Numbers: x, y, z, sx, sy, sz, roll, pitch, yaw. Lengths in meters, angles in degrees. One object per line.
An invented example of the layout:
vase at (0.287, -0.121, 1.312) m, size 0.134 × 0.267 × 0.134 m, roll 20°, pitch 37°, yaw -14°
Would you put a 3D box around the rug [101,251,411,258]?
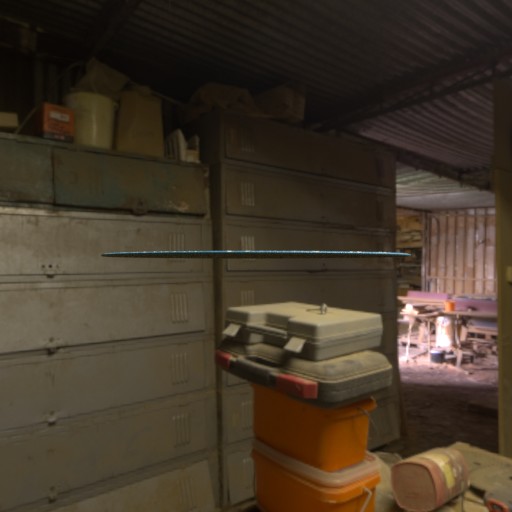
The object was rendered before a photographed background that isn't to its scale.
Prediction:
rug at (0.000, 0.000, 2.413) m, size 1.593 × 0.012 × 1.593 m, roll 0°, pitch -1°, yaw 0°
